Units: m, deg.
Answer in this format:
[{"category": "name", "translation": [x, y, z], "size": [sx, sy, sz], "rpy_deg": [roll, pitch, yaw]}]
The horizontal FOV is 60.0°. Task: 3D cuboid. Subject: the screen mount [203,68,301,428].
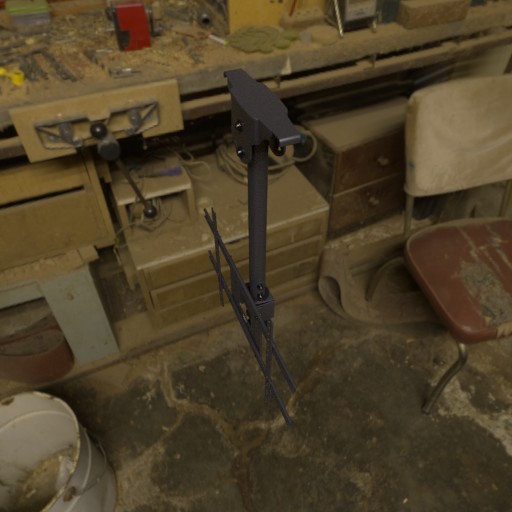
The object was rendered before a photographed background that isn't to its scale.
[{"category": "screen mount", "translation": [0.000, 0.000, 1.036], "size": [0.090, 0.775, 0.595], "rpy_deg": [-17, 49, -15]}]
